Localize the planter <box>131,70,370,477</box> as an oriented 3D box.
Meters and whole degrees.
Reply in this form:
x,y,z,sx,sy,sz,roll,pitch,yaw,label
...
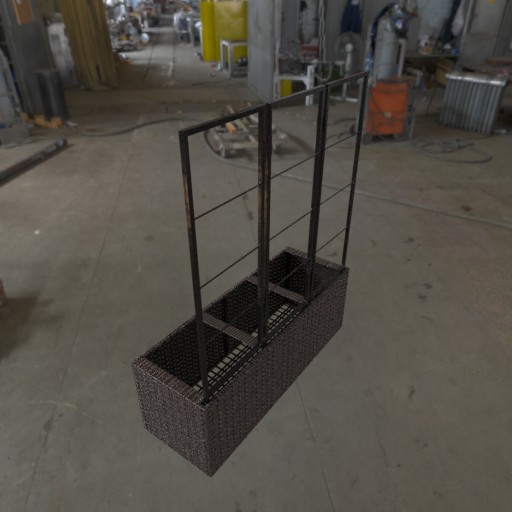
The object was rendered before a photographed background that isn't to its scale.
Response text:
x,y,z,sx,sy,sz,roll,pitch,yaw,label
0.000,0.000,1.160,0.244,0.841,0.699,21,37,30,planter
